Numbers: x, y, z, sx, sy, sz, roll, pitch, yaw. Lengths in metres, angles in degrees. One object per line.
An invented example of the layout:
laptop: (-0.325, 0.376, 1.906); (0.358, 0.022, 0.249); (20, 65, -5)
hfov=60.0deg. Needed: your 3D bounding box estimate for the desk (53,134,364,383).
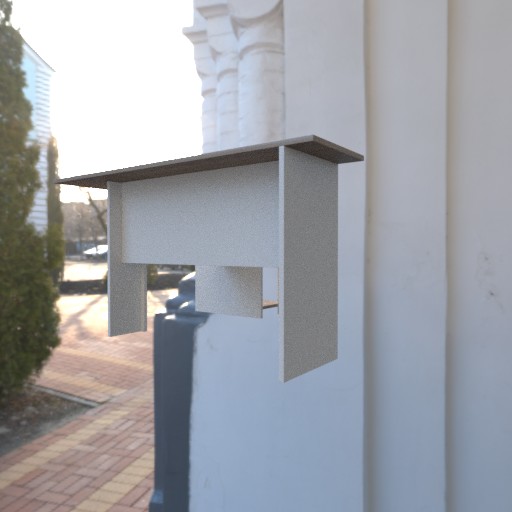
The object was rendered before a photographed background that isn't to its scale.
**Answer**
desk: (0.000, 0.000, 2.166); (1.361, 0.716, 1.303); (1, 1, 37)
